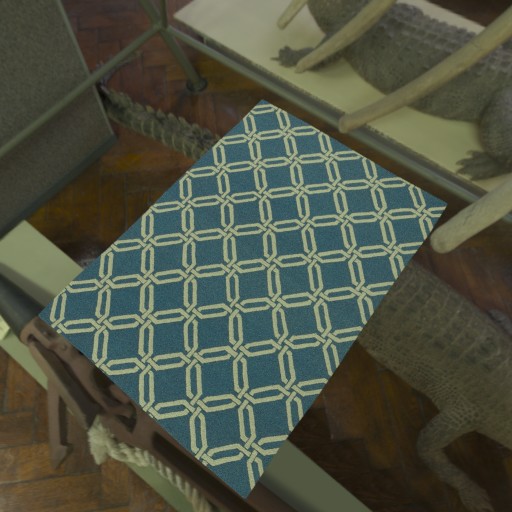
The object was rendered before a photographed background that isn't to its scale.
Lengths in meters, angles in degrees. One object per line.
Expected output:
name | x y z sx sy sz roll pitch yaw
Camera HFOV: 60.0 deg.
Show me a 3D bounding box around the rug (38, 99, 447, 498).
rug | 0.000 0.000 2.696 1.524 0.013 2.135 35 68 16
